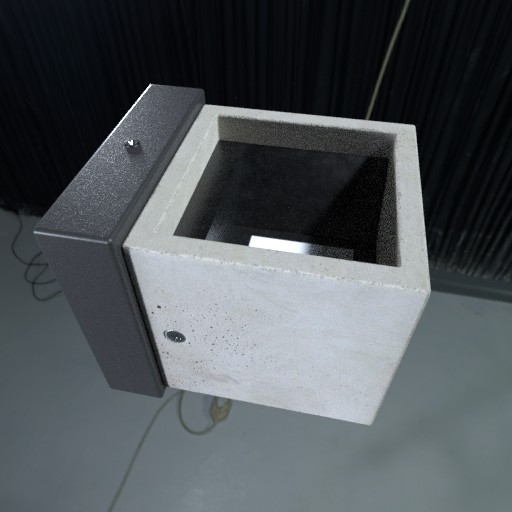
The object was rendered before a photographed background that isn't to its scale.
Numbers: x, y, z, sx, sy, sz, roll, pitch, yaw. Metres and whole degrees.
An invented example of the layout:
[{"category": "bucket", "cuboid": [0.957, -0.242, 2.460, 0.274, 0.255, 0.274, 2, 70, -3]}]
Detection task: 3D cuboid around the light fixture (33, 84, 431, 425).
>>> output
[{"category": "light fixture", "cuboid": [0.000, 0.000, 0.235, 0.143, 0.121, 0.121, 8, 47, 8]}]
